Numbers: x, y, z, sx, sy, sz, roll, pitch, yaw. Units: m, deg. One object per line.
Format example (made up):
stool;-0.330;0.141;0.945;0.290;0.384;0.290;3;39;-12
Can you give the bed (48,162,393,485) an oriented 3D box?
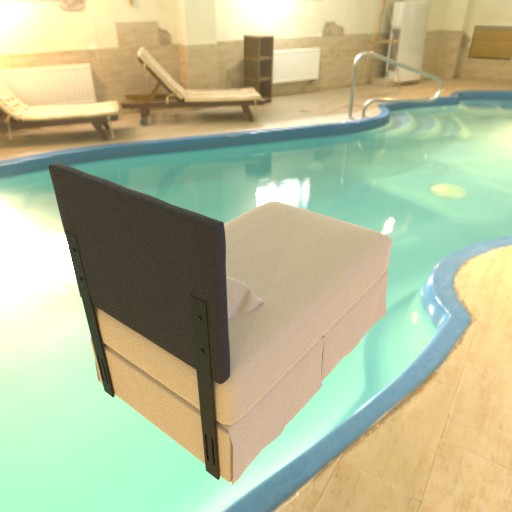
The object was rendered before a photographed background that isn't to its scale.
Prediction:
bed;0.000;0.000;2.980;1.261;1.571;1.997;22;37;32
